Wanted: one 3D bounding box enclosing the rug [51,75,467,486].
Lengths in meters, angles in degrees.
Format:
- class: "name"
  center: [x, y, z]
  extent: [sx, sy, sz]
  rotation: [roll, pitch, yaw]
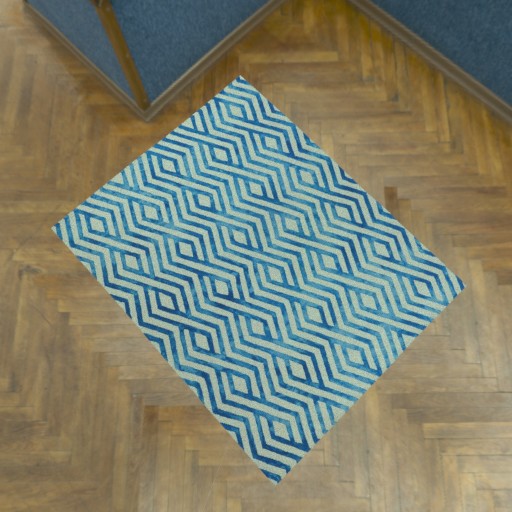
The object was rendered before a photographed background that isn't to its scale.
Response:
- class: "rug"
  center: [0.000, 0.000, 4.129]
  extent: [2.453, 0.008, 3.059]
  rotation: [-42, 79, -10]
